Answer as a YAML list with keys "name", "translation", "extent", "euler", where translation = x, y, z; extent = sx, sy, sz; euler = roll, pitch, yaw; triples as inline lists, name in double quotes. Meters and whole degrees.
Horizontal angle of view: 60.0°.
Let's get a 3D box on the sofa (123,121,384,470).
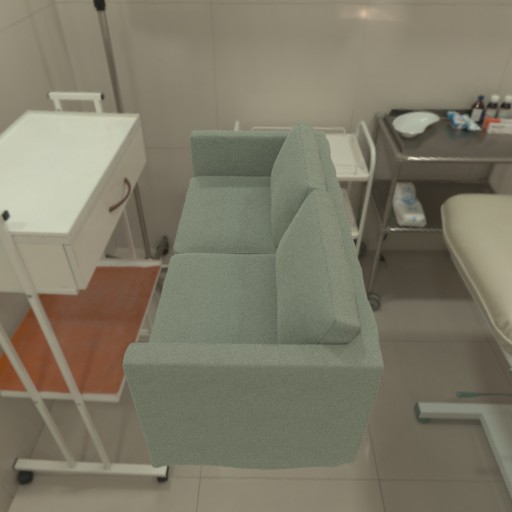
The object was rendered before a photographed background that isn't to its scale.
- name: "sofa"
  translation: [0.000, 0.000, 2.468]
  extent: [0.940, 0.870, 1.987]
  euler: [0, 39, 1]
